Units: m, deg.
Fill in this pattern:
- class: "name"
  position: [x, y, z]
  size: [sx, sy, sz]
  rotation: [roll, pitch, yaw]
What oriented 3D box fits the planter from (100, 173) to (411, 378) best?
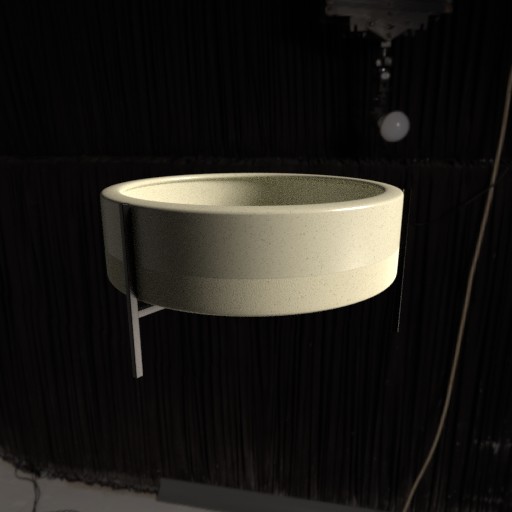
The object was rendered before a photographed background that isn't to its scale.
- class: "planter"
  position: [0.000, 0.000, 0.536]
  size: [0.345, 0.171, 0.336]
  rotation: [3, 16, 10]
